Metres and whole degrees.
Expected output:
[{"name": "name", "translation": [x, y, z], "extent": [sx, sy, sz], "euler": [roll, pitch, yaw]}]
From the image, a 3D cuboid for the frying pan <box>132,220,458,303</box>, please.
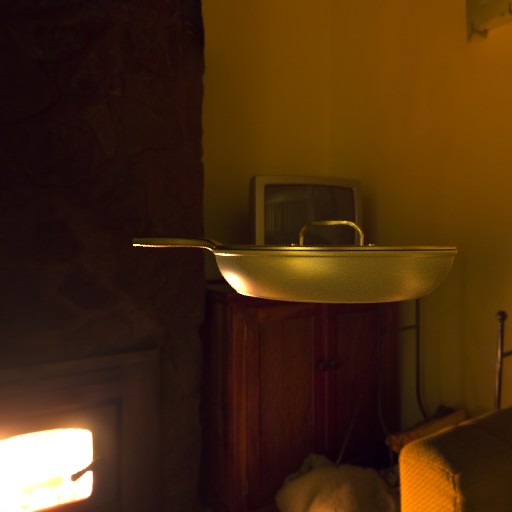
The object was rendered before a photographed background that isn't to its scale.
[{"name": "frying pan", "translation": [0.000, 0.000, 0.585], "extent": [0.490, 0.086, 0.272], "euler": [1, 2, 38]}]
